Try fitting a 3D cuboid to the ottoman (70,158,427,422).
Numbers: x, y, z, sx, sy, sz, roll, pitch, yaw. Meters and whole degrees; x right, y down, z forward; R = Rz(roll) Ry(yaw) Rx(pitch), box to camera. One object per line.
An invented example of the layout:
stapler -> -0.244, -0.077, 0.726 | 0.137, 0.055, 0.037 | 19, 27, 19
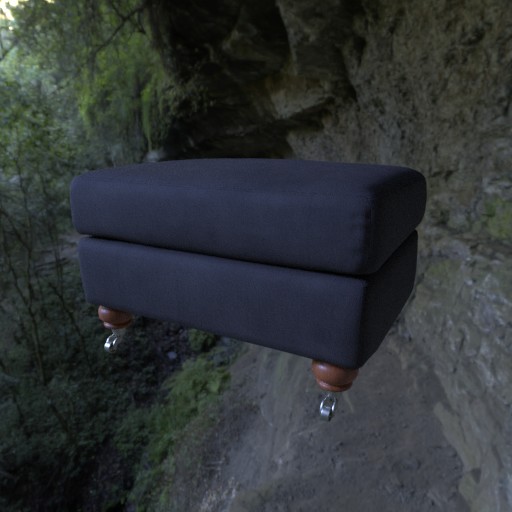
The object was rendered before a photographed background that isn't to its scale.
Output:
ottoman -> 0.000, 0.000, 1.179 | 0.773, 0.497, 0.574 | 8, 18, 28
